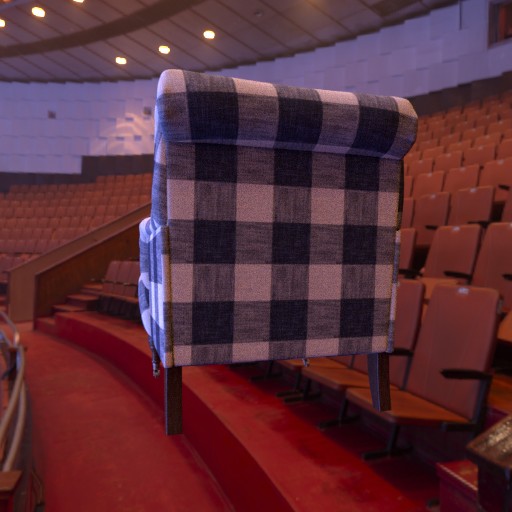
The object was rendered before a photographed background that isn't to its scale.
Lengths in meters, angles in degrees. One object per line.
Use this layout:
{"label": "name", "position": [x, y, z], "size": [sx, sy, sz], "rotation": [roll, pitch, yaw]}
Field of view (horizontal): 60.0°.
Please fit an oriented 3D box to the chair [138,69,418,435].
{"label": "chair", "position": [0.000, 0.000, 1.565], "size": [0.781, 0.953, 0.848], "rotation": [0, -1, -17]}
